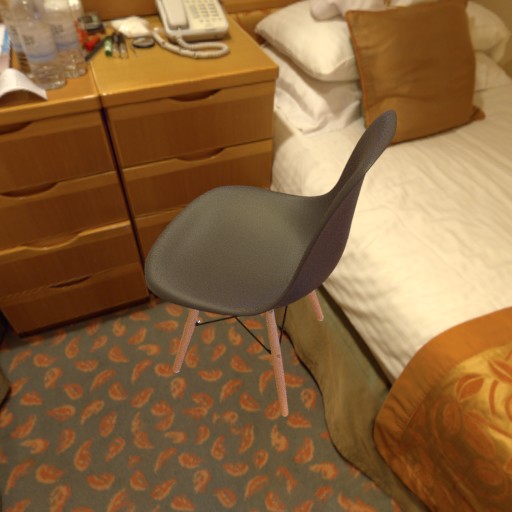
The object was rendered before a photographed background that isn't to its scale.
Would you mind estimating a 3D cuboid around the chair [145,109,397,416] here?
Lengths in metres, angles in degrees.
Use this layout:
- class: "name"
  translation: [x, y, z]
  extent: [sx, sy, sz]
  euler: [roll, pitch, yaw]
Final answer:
- class: "chair"
  translation: [0.000, 0.000, 1.151]
  extent: [0.533, 0.825, 0.470]
  euler: [16, 48, 15]
